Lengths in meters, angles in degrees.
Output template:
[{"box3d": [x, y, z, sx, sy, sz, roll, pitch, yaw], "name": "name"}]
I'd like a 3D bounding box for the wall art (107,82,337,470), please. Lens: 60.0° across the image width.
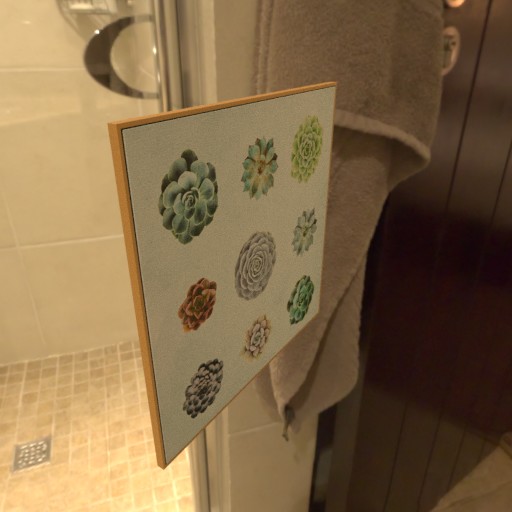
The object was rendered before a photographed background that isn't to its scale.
[{"box3d": [0.000, 0.000, 0.667, 0.013, 0.455, 0.457, 17, 31, 30], "name": "wall art"}]
